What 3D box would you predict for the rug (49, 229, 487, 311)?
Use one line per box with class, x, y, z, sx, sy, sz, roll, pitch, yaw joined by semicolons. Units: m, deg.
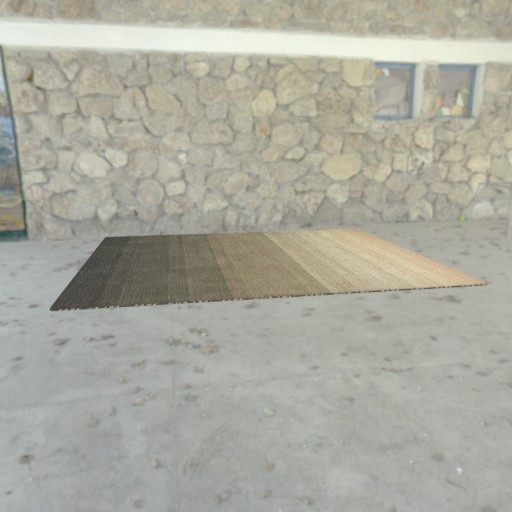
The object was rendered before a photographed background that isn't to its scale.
rug;0.000;0.000;3.951;2.902;0.017;2.305;-2;14;-10
